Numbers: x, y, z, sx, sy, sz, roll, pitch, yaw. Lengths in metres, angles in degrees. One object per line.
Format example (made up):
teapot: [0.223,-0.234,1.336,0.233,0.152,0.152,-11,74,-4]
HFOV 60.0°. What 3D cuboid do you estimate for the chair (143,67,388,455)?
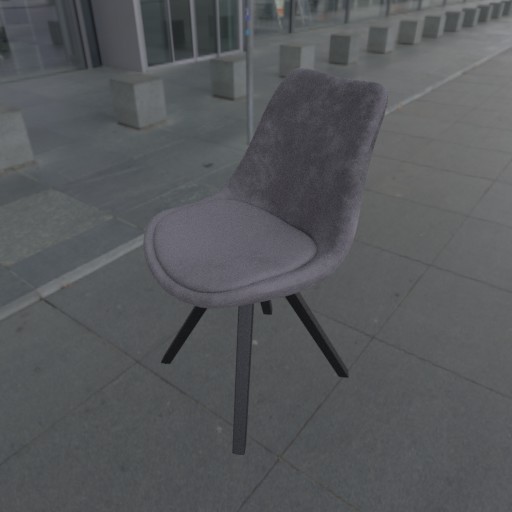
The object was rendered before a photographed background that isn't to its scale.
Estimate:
chair: [0.000,0.000,1.179,0.550,0.850,0.485,-23,39,-31]
